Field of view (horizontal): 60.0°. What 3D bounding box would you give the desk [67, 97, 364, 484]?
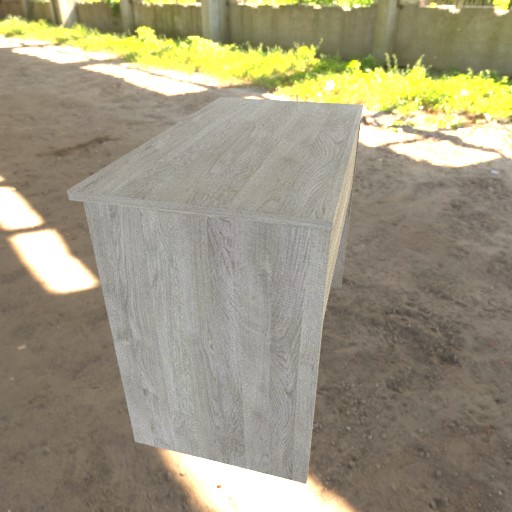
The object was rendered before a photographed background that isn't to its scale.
[{"bbox_3d":[0.000,0.000,1.332,0.498,0.724,0.893,8,32,13],"label":"desk"}]
